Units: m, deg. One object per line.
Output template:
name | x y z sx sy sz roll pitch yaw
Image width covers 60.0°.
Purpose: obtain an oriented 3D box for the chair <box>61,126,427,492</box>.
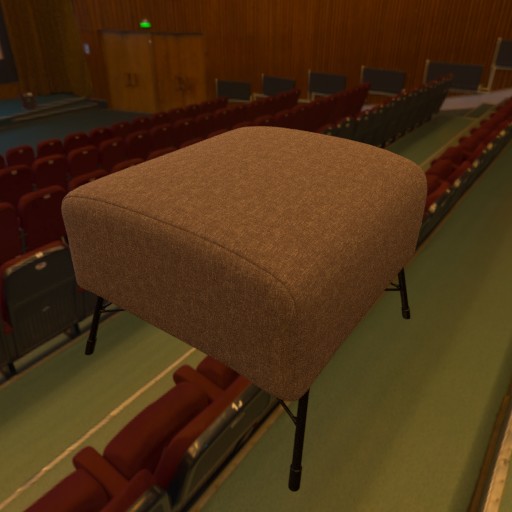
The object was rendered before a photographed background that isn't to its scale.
chair | 0.000 0.000 0.893 0.530 0.410 0.530 20 37 30
